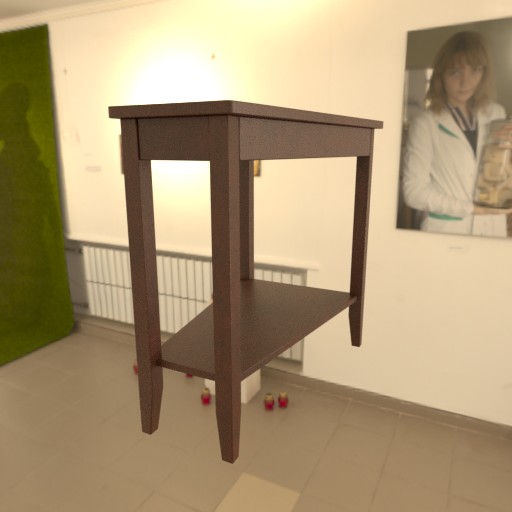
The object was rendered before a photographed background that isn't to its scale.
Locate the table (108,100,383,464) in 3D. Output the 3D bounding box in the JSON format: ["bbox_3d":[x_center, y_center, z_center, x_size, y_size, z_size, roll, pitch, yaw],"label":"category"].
[{"bbox_3d":[0.000,0.000,0.978,0.399,0.589,0.605,7,15,26],"label":"table"}]
